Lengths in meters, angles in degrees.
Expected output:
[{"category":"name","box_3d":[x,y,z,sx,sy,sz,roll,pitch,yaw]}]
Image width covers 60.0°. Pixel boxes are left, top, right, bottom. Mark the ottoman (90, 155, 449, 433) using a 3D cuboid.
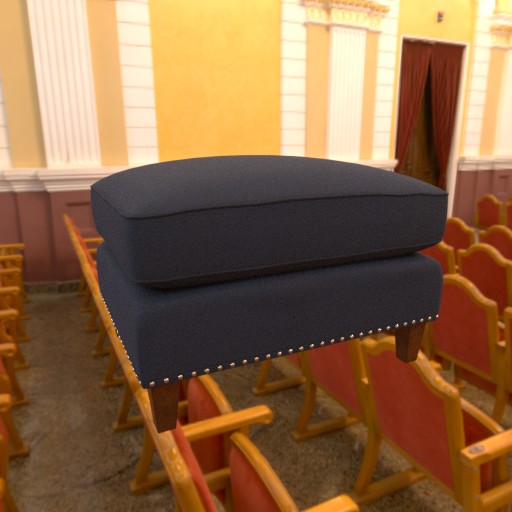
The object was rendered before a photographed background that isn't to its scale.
[{"category":"ottoman","box_3d":[0.000,0.000,1.157,0.741,0.513,0.584,-7,17,-25]}]
